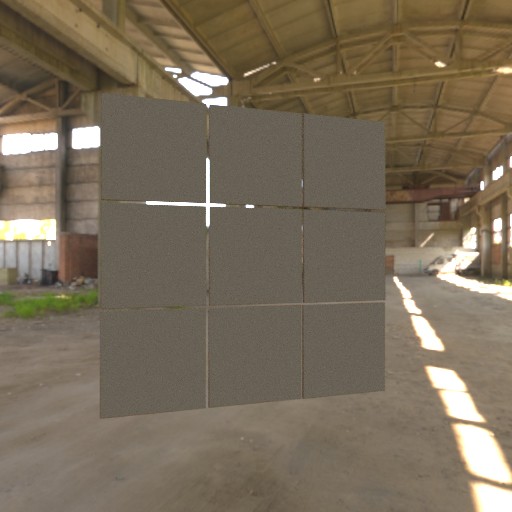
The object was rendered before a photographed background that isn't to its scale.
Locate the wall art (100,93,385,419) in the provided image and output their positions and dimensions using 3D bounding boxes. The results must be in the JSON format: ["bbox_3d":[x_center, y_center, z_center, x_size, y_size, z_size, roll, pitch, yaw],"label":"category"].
[{"bbox_3d":[0.000,0.000,1.383,0.919,0.917,0.010,0,0,-17],"label":"wall art"}]
